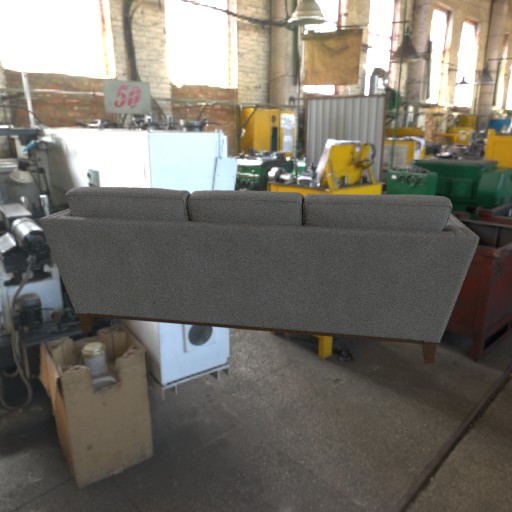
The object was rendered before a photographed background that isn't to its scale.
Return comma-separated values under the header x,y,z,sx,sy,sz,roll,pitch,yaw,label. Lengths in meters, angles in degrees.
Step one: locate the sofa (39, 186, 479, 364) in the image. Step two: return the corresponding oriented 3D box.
x,y,z,sx,sy,sz,roll,pitch,yaw,label
0.000,0.000,2.889,2.387,0.940,0.965,3,17,10,sofa
